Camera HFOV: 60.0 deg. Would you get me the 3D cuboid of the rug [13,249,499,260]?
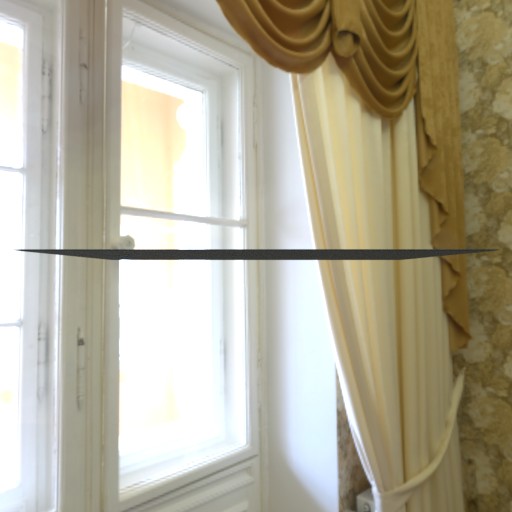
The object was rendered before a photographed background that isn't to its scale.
[{"bbox_3d":[0.000,0.000,2.978,2.440,0.007,1.525,0,-2,0],"label":"rug"}]
